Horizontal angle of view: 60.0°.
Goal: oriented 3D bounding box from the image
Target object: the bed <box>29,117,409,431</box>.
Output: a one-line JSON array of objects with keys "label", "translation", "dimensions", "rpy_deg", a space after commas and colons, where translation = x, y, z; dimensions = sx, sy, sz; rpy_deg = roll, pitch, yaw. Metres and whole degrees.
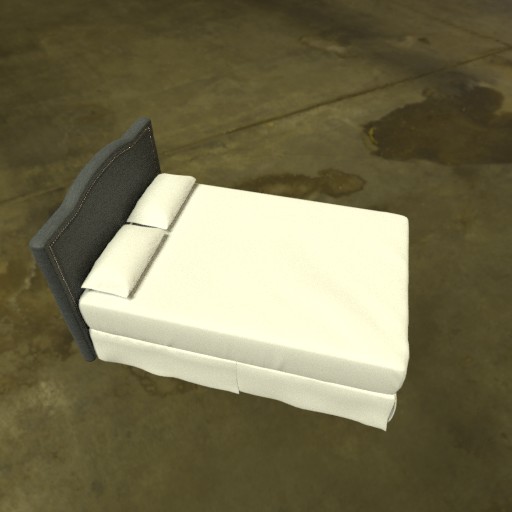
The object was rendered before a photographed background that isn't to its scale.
[{"label": "bed", "translation": [0.000, 0.000, 3.553], "dimensions": [2.507, 1.441, 1.747], "rpy_deg": [10, 46, 10]}]
